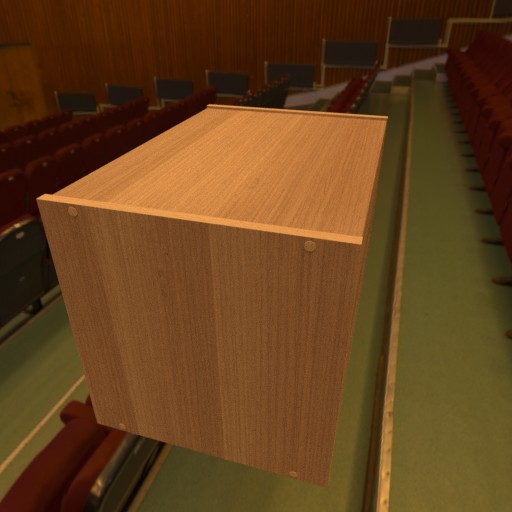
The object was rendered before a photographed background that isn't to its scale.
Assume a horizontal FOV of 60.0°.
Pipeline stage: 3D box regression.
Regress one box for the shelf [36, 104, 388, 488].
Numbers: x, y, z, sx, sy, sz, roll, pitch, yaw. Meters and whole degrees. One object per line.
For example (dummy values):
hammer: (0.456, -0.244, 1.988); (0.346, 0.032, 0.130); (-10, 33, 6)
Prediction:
shelf: (0.000, 0.000, 0.613); (0.290, 0.305, 0.415); (9, 32, 15)
